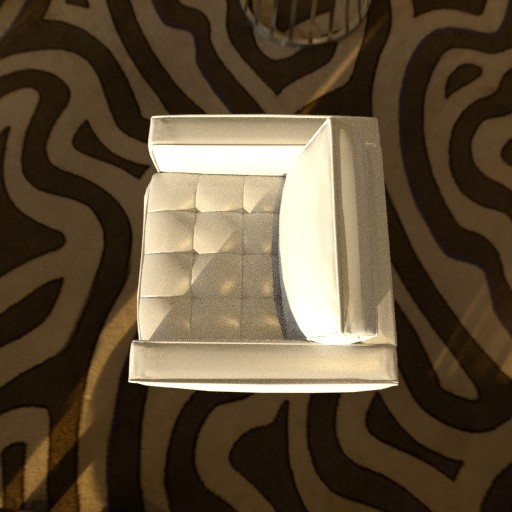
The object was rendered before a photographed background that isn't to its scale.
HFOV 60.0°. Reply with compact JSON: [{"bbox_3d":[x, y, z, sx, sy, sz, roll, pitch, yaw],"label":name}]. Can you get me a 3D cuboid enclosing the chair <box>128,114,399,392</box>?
[{"bbox_3d":[0.000,0.000,1.573,0.843,0.773,0.928,0,74,0],"label":"chair"}]
